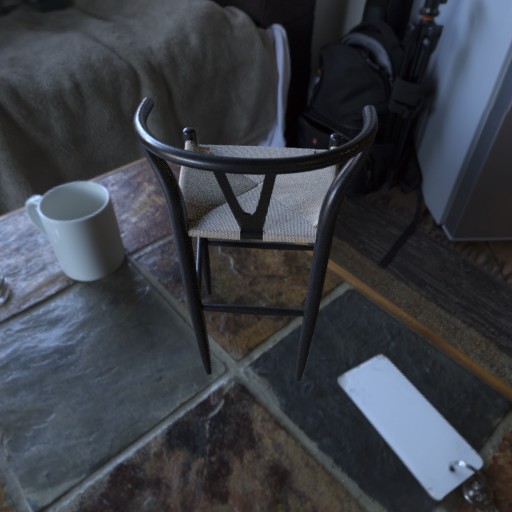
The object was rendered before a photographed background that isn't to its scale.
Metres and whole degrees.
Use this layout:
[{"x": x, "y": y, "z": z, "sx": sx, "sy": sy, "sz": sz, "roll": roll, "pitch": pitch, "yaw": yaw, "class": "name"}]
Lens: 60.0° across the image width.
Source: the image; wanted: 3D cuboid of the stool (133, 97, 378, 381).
[{"x": 0.000, "y": 0.000, "z": 1.393, "sx": 0.569, "sy": 1.072, "sz": 0.579, "roll": 3, "pitch": 46, "yaw": 3, "class": "stool"}]
